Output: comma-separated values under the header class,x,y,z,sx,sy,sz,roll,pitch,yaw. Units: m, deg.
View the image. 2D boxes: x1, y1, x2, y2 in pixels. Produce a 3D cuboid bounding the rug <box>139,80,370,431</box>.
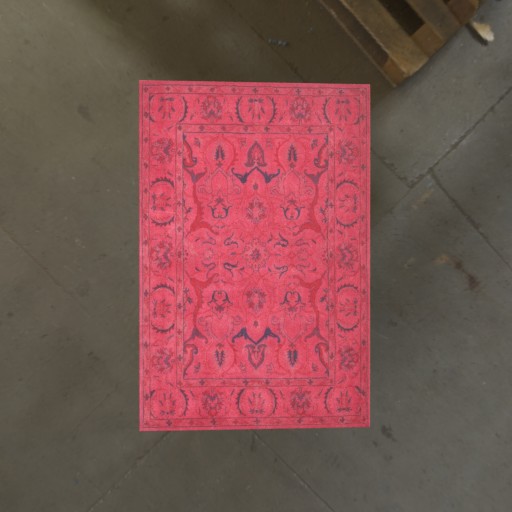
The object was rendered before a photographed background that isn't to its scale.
class,x,y,z,sx,sy,sz,roll,pitch,yaw
rug,0.000,0.000,2.318,1.209,0.008,1.814,0,90,-3
